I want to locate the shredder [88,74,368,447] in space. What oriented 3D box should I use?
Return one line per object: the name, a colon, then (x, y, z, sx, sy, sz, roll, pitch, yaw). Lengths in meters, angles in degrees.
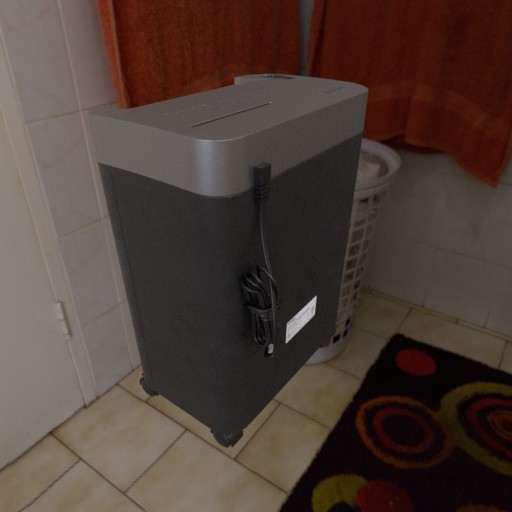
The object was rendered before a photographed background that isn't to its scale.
shredder: (0.000, 0.000, 0.604, 0.237, 0.419, 0.311, 21, 37, 31)
